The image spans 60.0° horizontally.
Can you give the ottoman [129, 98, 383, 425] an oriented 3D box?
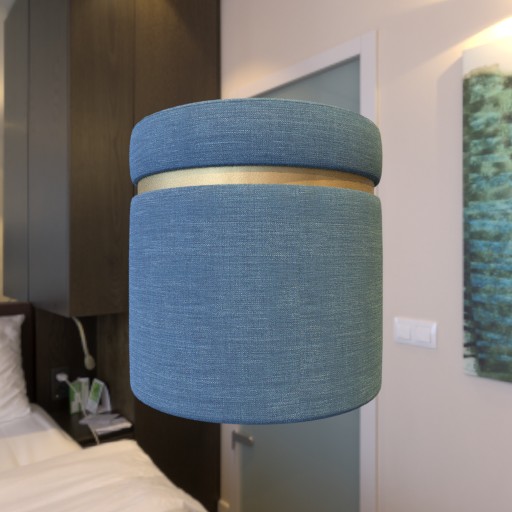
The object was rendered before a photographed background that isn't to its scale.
[{"bbox_3d":[0.000,0.000,0.723,0.398,0.406,0.398,0,0,0],"label":"ottoman"}]
